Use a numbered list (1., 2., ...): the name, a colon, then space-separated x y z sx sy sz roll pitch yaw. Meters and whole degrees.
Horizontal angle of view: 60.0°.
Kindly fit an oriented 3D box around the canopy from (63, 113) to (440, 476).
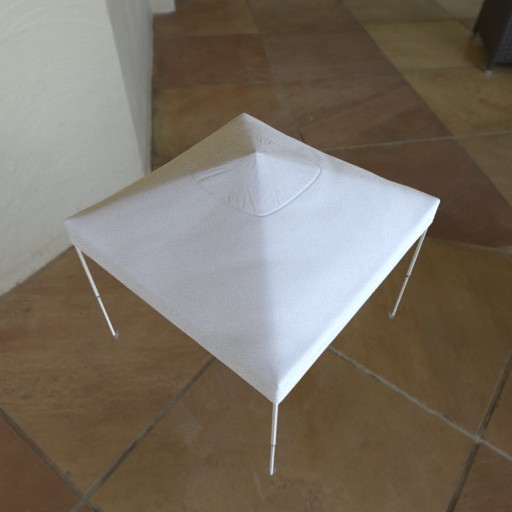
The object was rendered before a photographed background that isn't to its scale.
1. canopy: 0.000 0.000 5.452 2.996 2.997 2.998 32 55 26
